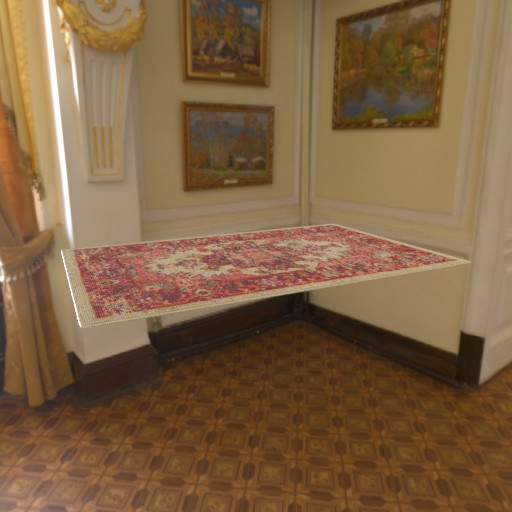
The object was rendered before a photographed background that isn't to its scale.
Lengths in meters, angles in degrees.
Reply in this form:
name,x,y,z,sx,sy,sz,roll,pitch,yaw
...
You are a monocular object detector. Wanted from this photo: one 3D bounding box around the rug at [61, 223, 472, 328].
name,x,y,z,sx,sy,sz,roll,pitch,yaw
rug,0.000,0.000,1.104,0.868,0.004,0.556,-7,16,-25
